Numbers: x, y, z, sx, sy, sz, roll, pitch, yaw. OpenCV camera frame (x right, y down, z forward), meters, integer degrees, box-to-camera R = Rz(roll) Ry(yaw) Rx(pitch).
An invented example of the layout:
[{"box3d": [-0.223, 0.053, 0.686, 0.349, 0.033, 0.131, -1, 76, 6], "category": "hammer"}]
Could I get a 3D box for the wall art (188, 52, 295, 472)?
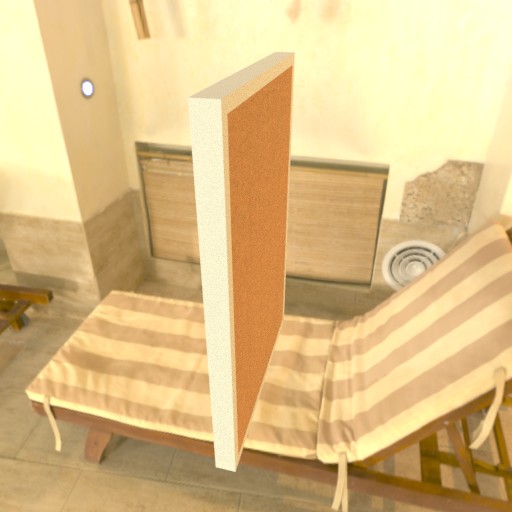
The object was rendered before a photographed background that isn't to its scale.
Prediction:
[{"box3d": [0.000, 0.000, 0.545, 0.025, 0.428, 0.293, 7, 32, 12], "category": "wall art"}]
